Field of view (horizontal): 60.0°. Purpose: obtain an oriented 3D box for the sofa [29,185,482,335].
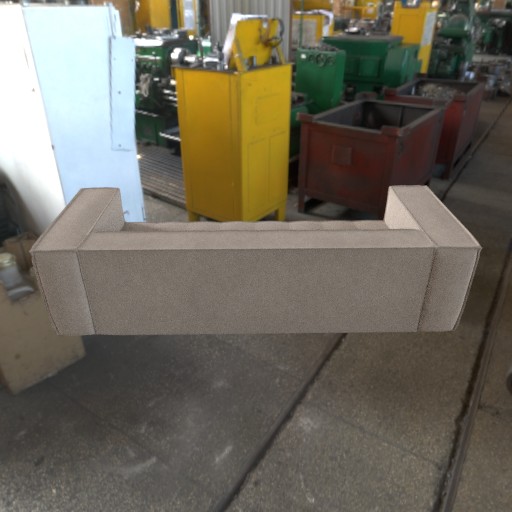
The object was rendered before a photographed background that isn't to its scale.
[{"bbox_3d":[0.000,0.000,3.152,2.697,0.680,1.038,0,30,-1],"label":"sofa"}]
